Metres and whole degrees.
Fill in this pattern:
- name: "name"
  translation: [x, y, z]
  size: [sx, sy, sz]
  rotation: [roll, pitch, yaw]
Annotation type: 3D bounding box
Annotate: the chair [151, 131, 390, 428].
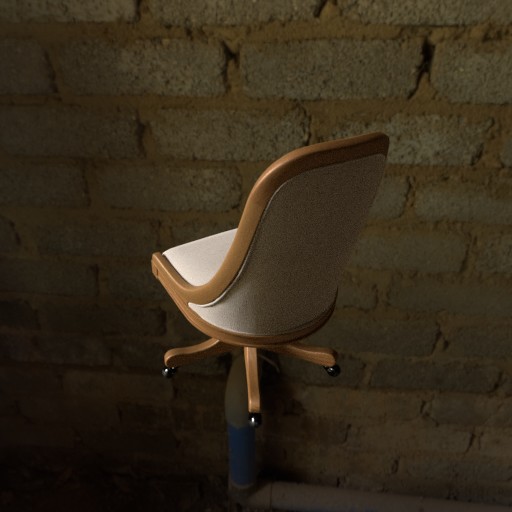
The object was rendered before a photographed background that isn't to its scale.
- name: "chair"
  translation: [0.000, 0.000, 1.547]
  size: [0.702, 1.009, 0.811]
  rotation: [-19, 36, -28]
